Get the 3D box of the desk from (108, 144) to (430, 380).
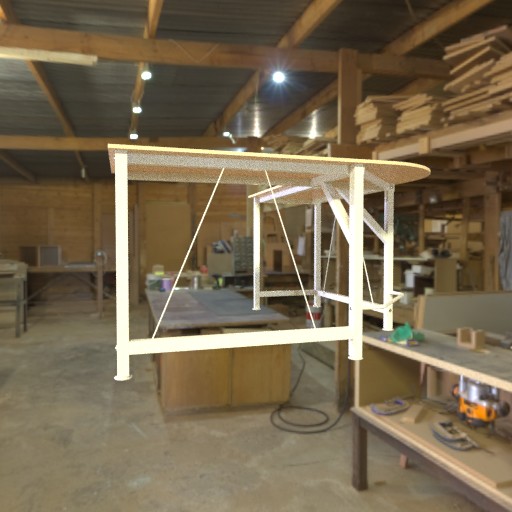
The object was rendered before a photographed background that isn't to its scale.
[{"bbox_3d":[0.000,0.000,2.282,1.400,0.762,1.400,-1,2,-17],"label":"desk"}]
